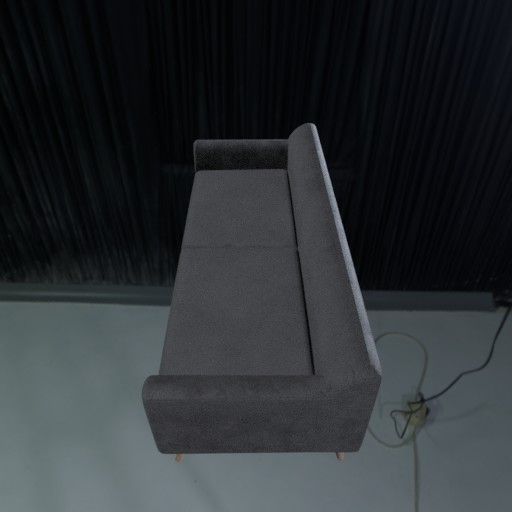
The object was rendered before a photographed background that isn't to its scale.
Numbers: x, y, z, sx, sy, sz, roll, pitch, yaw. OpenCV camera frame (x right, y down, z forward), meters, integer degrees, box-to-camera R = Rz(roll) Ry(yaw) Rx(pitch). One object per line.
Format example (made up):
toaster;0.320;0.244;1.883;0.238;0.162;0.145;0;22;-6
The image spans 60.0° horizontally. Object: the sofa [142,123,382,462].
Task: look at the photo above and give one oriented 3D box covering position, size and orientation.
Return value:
sofa;0.000;0.000;2.633;0.900;0.740;2.190;0;40;-1
